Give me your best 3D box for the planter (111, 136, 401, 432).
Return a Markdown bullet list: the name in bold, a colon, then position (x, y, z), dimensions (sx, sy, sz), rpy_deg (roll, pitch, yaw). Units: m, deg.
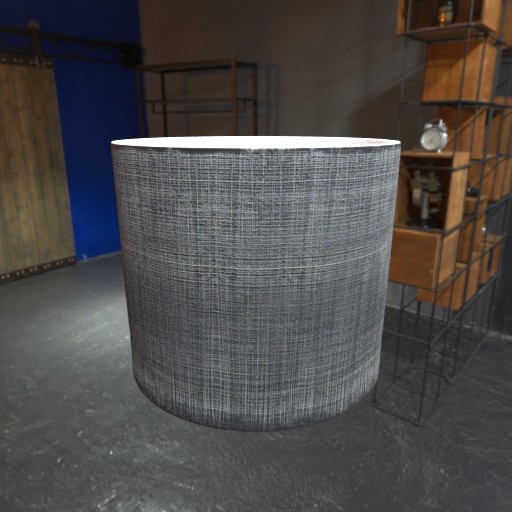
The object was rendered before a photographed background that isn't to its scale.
- **planter**: position (0.000, 0.000, 0.438), dimensions (0.254, 0.221, 0.254), rpy_deg (0, 17, 0)
